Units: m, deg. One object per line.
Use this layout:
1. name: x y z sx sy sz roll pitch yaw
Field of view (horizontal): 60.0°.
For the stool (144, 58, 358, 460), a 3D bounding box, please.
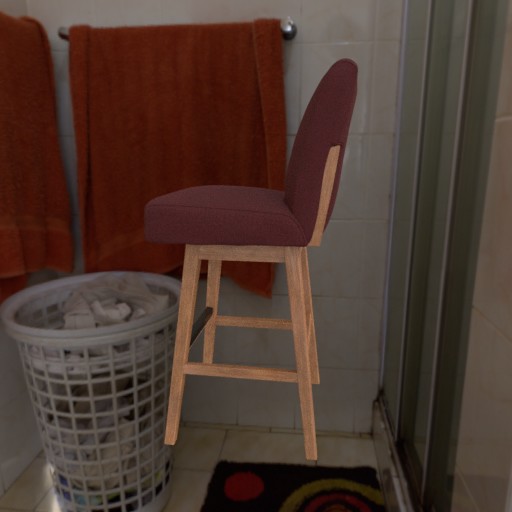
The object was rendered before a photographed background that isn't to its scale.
1. stool: 0.000 0.000 1.403 0.562 1.093 0.468 2 14 9
